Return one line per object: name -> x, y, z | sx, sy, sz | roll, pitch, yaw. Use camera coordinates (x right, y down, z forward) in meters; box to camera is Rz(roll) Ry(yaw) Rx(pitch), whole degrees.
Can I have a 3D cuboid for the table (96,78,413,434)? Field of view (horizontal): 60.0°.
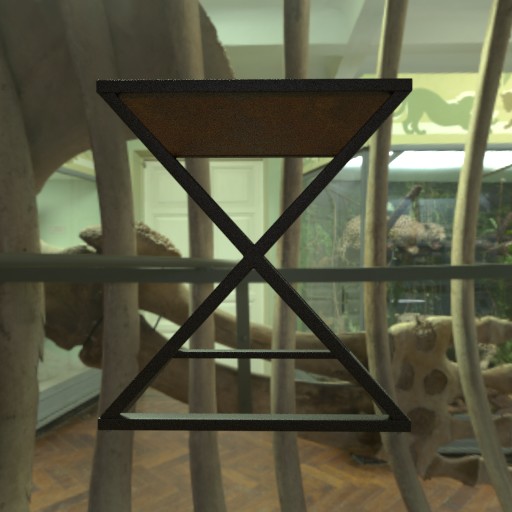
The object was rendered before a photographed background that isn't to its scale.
table -> 0.000, 0.000, 0.951 | 0.500, 0.565, 0.500 | 0, 1, 1
